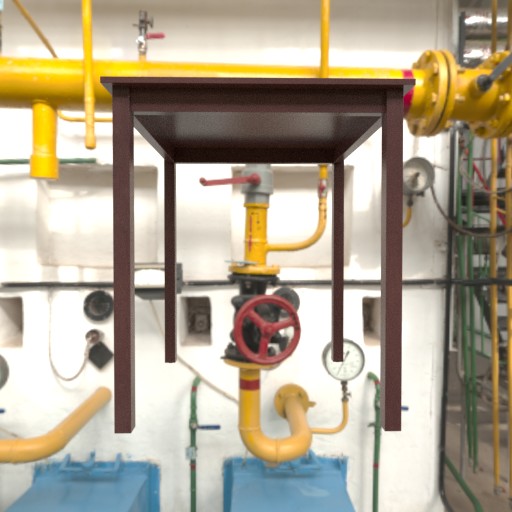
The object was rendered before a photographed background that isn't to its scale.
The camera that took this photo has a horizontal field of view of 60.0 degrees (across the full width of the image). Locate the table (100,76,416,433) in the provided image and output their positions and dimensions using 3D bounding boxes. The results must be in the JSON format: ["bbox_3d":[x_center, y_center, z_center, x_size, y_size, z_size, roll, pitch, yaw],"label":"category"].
[{"bbox_3d":[0.000,0.000,1.648,0.861,0.991,0.861,0,1,-1],"label":"table"}]
